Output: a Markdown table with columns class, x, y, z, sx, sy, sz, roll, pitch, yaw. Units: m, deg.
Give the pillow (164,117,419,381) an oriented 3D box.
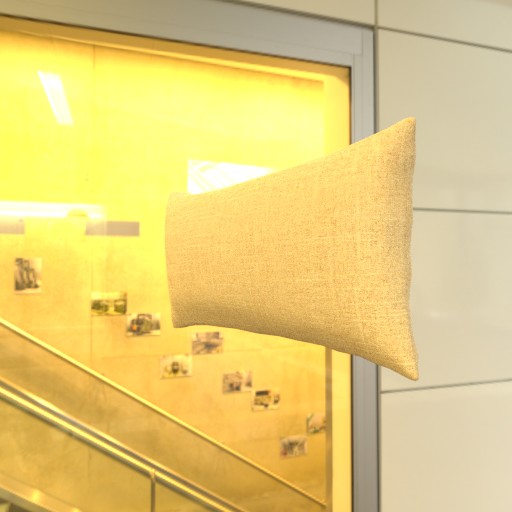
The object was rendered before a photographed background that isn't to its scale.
| class | x | y | z | sx | sy | sz | roll | pitch | yaw |
| --- | --- | --- | --- | --- | --- | --- | --- | --- | --- |
| pillow | 0.000 | 0.000 | 1.048 | 0.197 | 0.429 | 0.859 | 1 | -2 | -37 |
